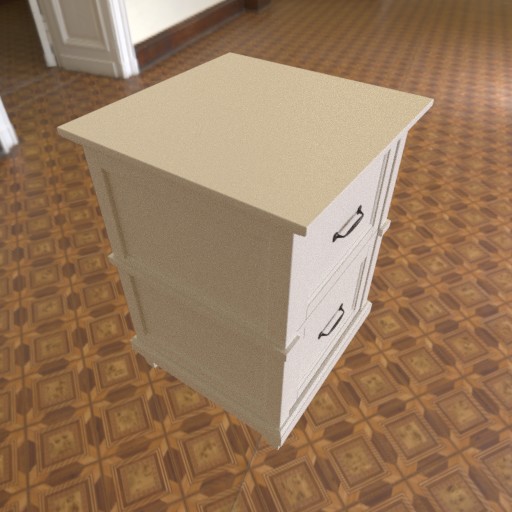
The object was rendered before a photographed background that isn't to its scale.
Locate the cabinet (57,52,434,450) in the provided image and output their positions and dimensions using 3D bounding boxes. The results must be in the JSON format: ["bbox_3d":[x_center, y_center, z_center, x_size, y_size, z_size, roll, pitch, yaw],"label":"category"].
[{"bbox_3d":[0.000,0.000,1.150,0.547,0.775,0.544,25,47,25],"label":"cabinet"}]
